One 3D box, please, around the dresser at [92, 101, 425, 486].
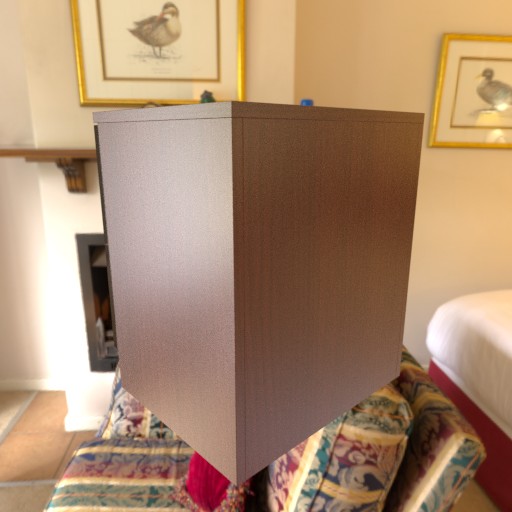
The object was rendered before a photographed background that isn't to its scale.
[{"bbox_3d":[0.000,0.000,0.765,0.400,0.470,0.360,-14,21,-41],"label":"dresser"}]
